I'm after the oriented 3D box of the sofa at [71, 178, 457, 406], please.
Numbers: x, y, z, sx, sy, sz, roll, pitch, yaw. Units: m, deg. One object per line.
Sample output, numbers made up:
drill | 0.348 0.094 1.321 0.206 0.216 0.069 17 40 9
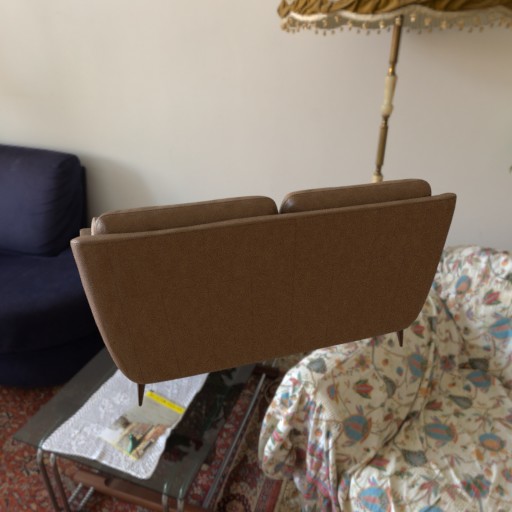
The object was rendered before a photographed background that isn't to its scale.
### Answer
sofa | 0.000 0.000 2.316 1.731 0.886 0.981 -8 28 -16
